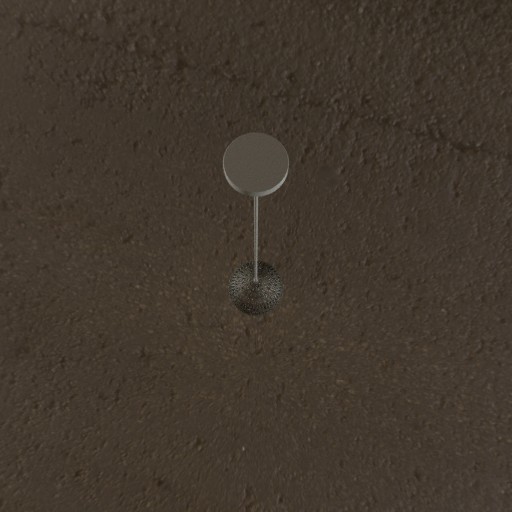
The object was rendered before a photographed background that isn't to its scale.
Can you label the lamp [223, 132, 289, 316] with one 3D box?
[{"bbox_3d":[0.000,0.000,2.056,0.355,1.919,0.355,-19,76,-5],"label":"lamp"}]
